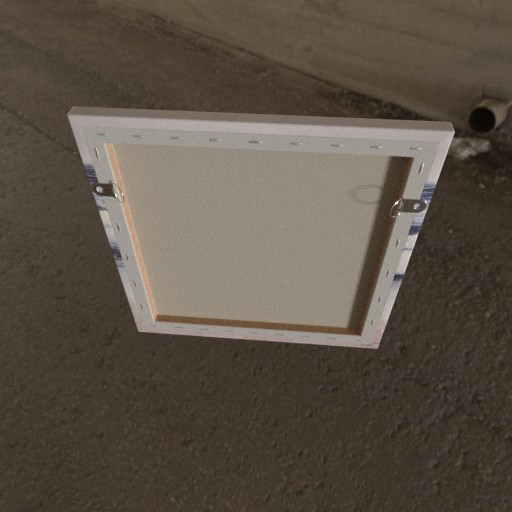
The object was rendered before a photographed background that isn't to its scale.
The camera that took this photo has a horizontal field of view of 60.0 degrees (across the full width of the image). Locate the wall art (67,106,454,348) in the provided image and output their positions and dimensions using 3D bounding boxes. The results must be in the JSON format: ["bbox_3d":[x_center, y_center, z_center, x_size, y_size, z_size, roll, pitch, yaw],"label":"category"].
[{"bbox_3d":[0.000,0.000,1.127,0.755,0.747,0.065,3,46,3],"label":"wall art"}]
